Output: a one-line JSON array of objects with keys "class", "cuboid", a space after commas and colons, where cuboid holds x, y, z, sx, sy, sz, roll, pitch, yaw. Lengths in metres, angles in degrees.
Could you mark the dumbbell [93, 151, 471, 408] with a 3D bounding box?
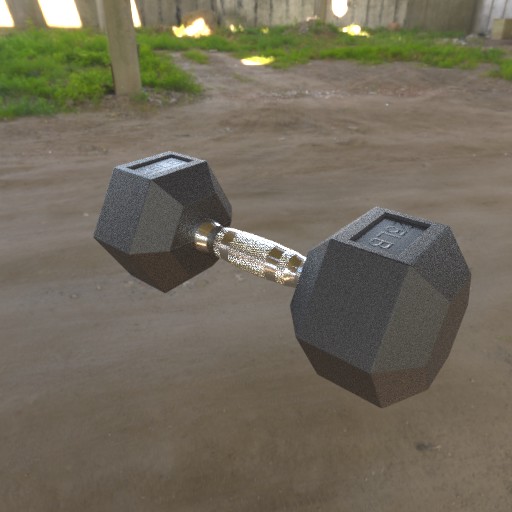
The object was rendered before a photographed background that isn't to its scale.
[{"class": "dumbbell", "cuboid": [0.000, 0.000, 0.367, 0.315, 0.113, 0.129, 22, 36, 33]}]
